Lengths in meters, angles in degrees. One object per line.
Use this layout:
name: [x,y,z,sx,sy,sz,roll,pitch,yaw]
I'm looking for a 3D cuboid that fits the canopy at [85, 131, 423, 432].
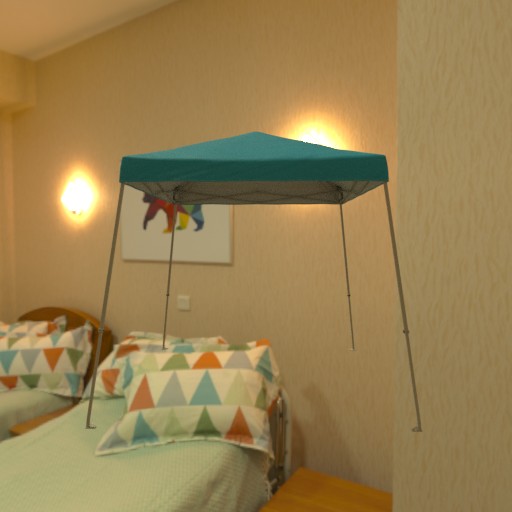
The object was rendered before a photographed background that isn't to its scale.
canopy: [0.000,0.000,6.460,3.600,3.600,3.599,0,2,1]
